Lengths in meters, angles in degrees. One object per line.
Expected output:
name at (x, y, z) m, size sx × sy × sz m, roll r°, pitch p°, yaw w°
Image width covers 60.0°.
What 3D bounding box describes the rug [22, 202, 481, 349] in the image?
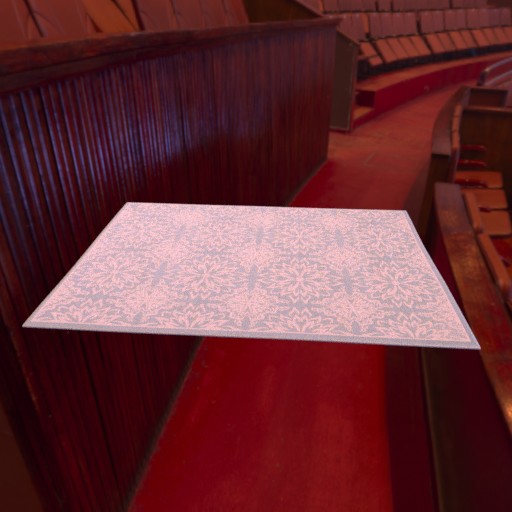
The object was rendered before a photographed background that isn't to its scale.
rug at (0.000, 0.000, 2.807) m, size 2.205 × 0.014 × 1.589 m, roll 2°, pitch 30°, yaw 4°
